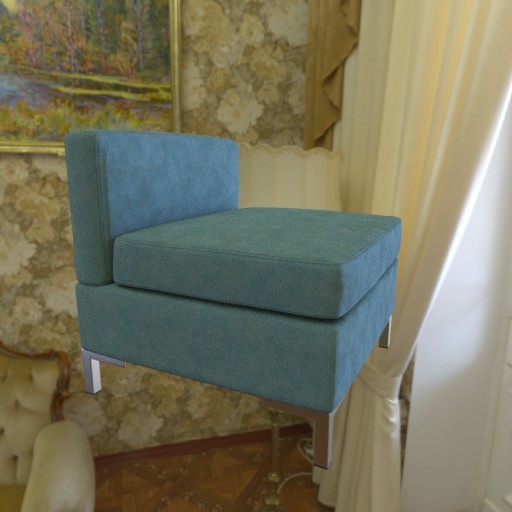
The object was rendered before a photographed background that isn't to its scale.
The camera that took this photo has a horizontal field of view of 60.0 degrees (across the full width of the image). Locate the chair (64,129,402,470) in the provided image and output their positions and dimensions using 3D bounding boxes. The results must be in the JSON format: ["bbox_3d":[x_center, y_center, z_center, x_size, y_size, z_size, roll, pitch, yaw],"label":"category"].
[{"bbox_3d":[0.000,0.000,1.208,0.685,0.660,0.684,6,14,26],"label":"chair"}]
